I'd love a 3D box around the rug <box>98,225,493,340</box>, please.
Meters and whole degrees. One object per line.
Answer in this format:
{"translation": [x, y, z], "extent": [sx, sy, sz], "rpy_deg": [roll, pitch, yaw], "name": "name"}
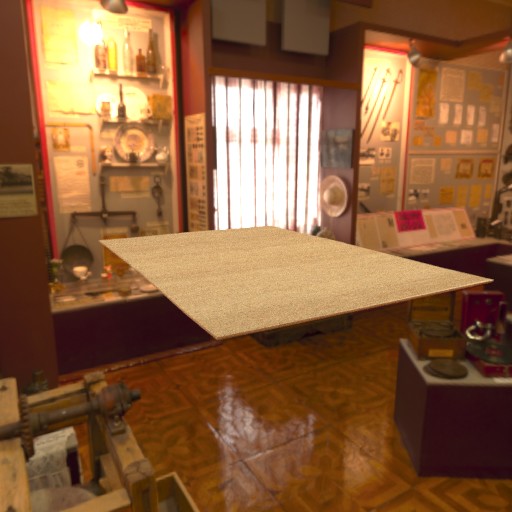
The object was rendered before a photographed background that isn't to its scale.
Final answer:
{"translation": [0.000, 0.000, 2.918], "extent": [1.596, 0.030, 2.283], "rpy_deg": [-7, 14, -28], "name": "rug"}
